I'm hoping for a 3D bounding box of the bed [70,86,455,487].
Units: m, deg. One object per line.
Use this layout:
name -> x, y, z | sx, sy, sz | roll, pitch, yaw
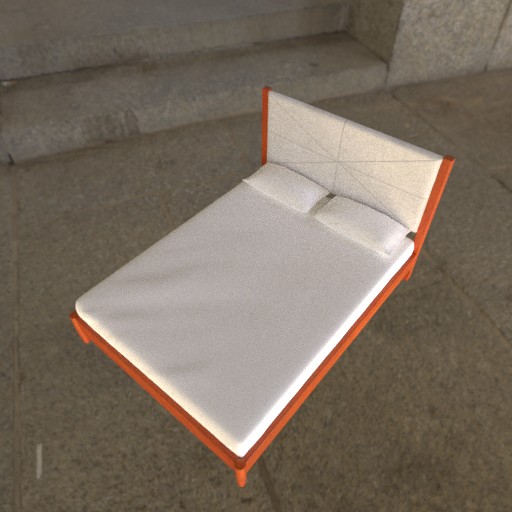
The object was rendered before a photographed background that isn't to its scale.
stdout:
bed -> 0.000, 0.000, 3.034 | 1.566, 1.165, 2.117 | 31, 54, 26
